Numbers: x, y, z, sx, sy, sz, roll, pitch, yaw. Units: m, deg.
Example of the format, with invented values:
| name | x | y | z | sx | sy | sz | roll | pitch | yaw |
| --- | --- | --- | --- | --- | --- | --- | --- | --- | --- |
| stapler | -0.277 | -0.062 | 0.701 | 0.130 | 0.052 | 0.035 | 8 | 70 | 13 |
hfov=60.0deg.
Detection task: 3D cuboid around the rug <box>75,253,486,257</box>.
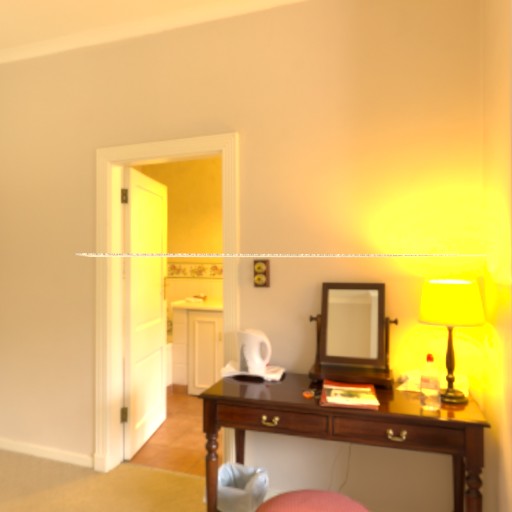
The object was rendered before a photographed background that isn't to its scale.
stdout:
| name | x | y | z | sx | sy | sz | roll | pitch | yaw |
| --- | --- | --- | --- | --- | --- | --- | --- | --- | --- |
| rug | 0.000 | 0.000 | 4.177 | 3.037 | 0.010 | 2.453 | 0 | 0 | -19 |
